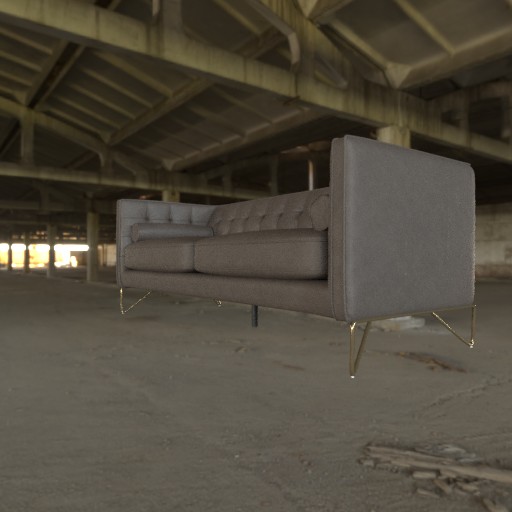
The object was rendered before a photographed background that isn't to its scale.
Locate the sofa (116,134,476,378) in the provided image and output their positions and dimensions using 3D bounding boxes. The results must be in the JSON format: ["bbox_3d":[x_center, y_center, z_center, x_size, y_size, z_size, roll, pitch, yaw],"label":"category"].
[{"bbox_3d":[0.000,0.000,2.465,0.867,0.789,2.087,0,0,-37],"label":"sofa"}]
